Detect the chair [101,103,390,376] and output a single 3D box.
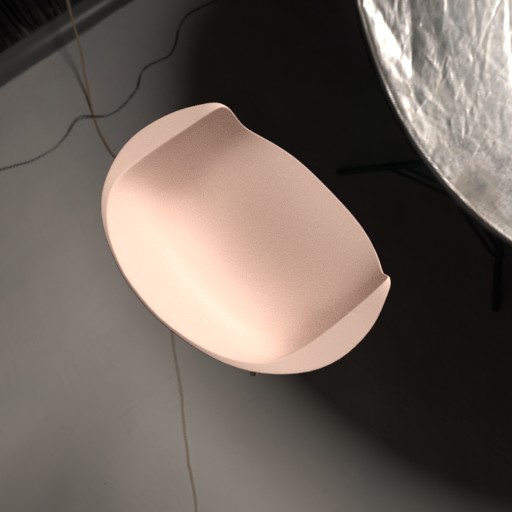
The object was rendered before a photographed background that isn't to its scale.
[{"bbox_3d":[0.000,0.000,1.134,0.504,0.781,0.593,-40,80,-9],"label":"chair"}]
